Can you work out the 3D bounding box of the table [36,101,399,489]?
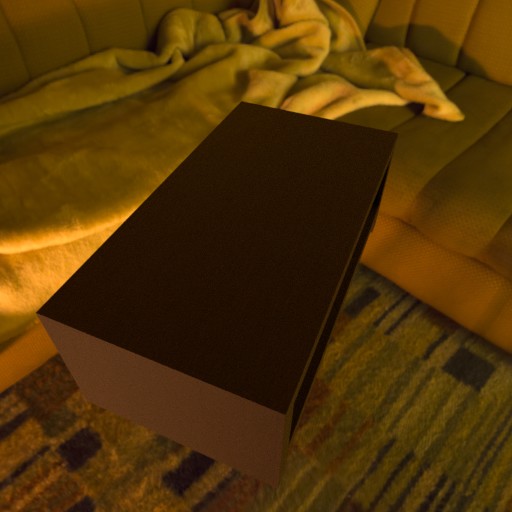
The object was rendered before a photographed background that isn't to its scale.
[{"bbox_3d":[0.000,0.000,1.412,0.597,0.424,1.099,17,48,16],"label":"table"}]
